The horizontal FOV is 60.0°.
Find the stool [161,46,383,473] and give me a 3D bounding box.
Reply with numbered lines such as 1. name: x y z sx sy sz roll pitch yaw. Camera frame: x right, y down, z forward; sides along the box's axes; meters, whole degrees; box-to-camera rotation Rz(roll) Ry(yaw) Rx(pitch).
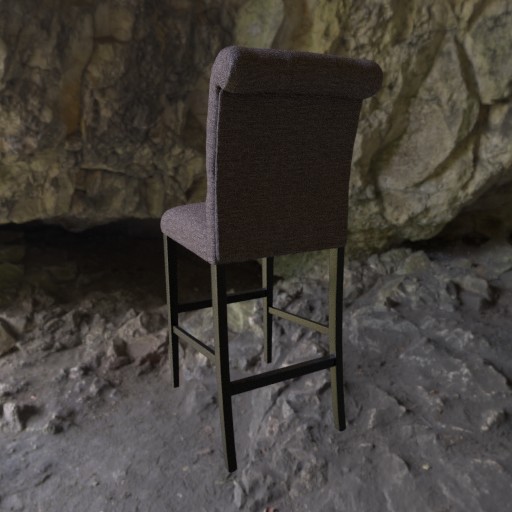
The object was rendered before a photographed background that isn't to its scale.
1. stool: 0.000 0.000 1.424 0.452 1.131 0.613 -8 17 -27
